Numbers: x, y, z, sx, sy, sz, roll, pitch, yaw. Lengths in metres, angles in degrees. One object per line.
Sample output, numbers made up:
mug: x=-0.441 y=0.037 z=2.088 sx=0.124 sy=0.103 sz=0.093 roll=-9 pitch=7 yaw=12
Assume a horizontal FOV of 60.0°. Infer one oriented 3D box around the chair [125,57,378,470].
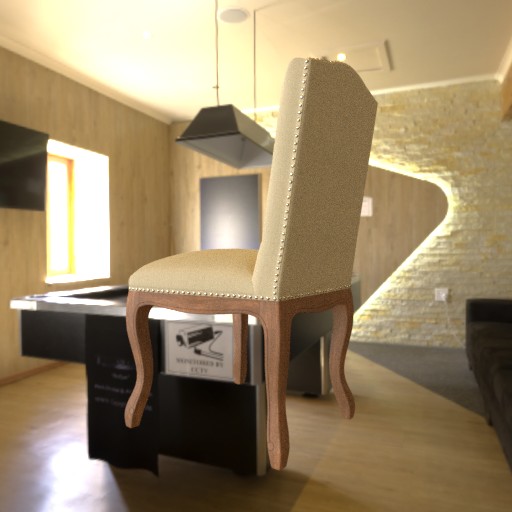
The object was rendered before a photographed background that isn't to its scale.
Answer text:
chair: x=0.000 y=0.000 z=1.552 sx=0.715 sy=1.165 sz=0.623 roll=1 pitch=2 yaw=37
